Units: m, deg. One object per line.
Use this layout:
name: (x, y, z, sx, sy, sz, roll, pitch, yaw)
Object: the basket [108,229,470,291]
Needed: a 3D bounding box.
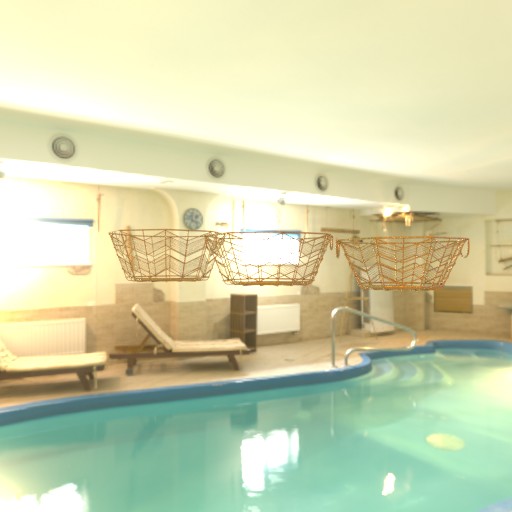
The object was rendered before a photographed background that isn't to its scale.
basket: (0.000, 0.000, 1.414, 1.245, 0.178, 0.432, -1, -1, 36)
